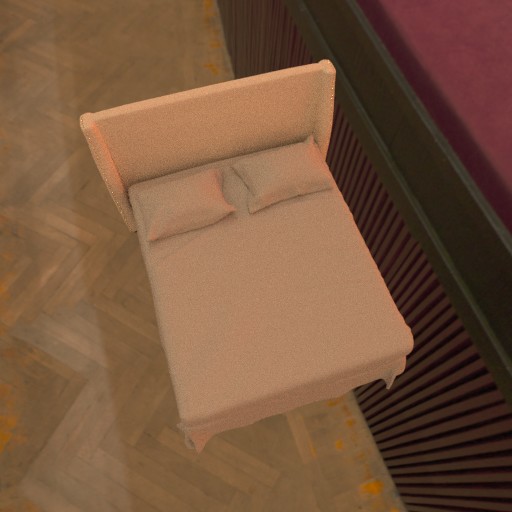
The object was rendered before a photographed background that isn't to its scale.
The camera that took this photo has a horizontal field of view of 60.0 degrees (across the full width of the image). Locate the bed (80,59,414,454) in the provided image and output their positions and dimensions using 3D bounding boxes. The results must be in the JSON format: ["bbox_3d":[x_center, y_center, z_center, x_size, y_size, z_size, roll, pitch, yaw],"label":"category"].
[{"bbox_3d":[0.000,0.000,3.335,1.925,1.332,2.276,-16,64,-8],"label":"bed"}]
